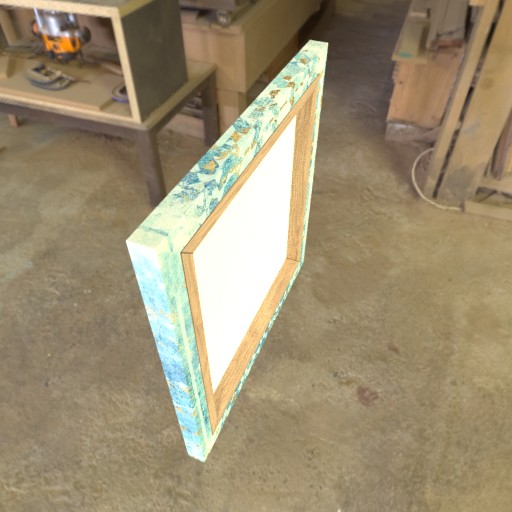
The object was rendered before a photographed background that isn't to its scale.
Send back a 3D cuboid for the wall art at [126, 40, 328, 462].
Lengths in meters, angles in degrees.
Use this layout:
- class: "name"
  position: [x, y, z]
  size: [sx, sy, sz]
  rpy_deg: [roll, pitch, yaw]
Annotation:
- class: "wall art"
  position: [0.000, 0.000, 0.876]
  size: [0.040, 0.609, 0.609]
  rpy_deg: [17, 48, 16]
